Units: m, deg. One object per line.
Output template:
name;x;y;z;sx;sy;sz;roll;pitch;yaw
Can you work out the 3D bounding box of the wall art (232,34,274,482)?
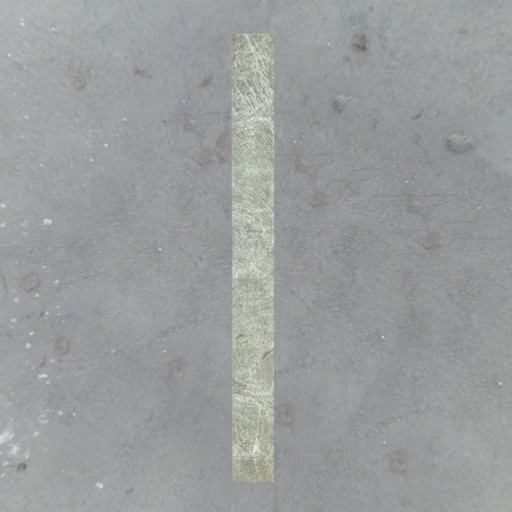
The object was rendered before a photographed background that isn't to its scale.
wall art;0.000;0.000;0.604;0.038;0.407;0.405;0;91;1
